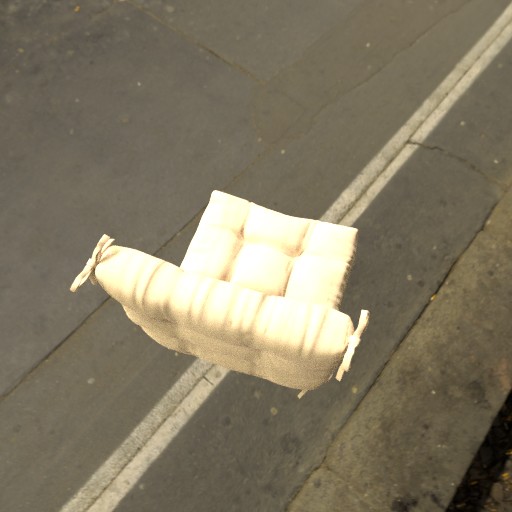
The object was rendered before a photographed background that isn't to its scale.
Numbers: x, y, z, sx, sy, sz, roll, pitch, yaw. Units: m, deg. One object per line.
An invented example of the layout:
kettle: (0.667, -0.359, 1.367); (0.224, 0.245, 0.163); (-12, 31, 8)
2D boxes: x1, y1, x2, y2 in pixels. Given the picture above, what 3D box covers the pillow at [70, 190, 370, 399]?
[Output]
pillow: (0.000, 0.000, 1.067); (0.519, 0.605, 0.571); (16, 64, 8)
